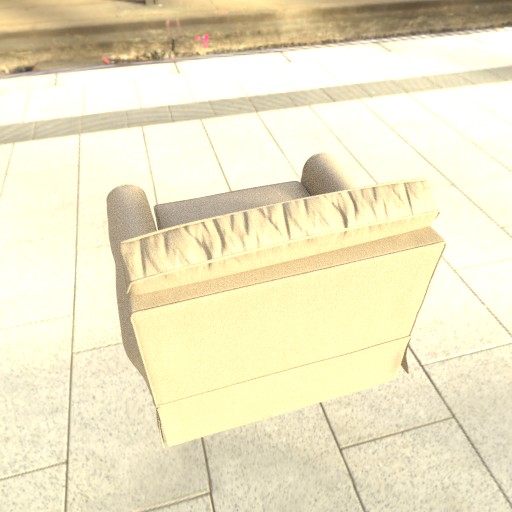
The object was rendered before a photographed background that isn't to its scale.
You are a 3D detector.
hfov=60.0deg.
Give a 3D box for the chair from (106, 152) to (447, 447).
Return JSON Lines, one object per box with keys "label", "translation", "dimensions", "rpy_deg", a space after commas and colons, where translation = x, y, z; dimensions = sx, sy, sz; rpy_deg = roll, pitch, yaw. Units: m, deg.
{"label": "chair", "translation": [0.000, 0.000, 1.786], "dimensions": [1.096, 0.937, 0.903], "rpy_deg": [-12, 44, -13]}
